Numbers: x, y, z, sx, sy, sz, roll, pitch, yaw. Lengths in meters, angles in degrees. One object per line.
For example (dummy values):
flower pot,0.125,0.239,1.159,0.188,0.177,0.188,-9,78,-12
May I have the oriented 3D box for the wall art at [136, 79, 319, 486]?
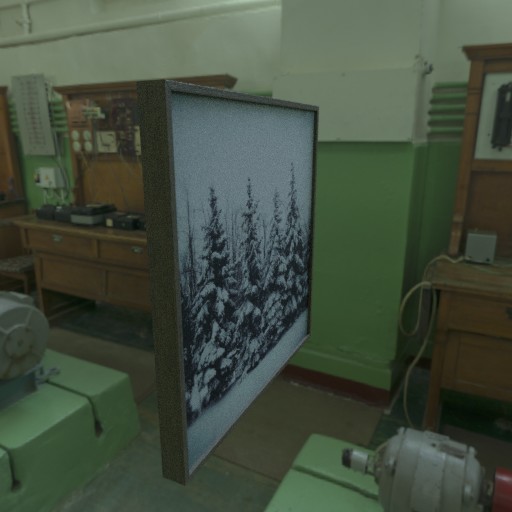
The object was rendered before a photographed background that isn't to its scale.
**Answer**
wall art,0.000,0.000,0.751,0.037,0.507,0.507,7,17,25
